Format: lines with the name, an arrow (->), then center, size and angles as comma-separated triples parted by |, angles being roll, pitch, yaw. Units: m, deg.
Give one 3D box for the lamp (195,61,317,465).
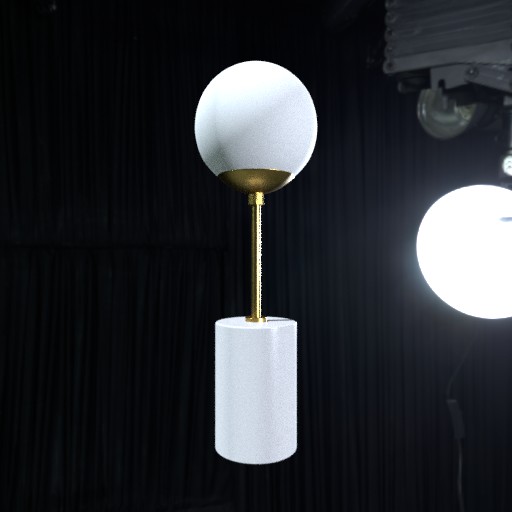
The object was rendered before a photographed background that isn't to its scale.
lamp -> 0.000, 0.000, 0.561 | 0.153, 0.480, 0.153 | 0, -1, 0
